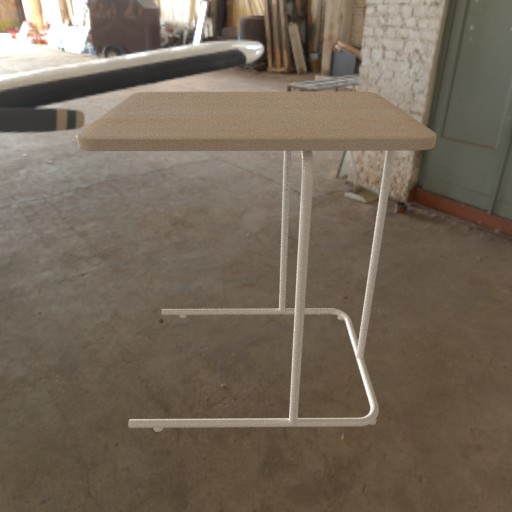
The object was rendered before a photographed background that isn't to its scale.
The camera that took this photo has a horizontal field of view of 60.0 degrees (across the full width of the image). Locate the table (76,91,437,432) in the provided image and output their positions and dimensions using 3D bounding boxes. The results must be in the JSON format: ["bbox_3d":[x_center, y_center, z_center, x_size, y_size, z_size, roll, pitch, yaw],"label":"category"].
[{"bbox_3d":[0.000,0.000,0.863,0.480,0.550,0.370,0,29,0],"label":"table"}]
